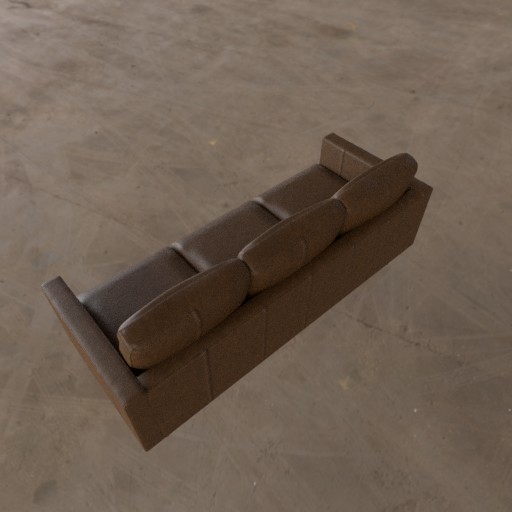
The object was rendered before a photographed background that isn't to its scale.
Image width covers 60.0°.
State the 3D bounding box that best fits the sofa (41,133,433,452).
[{"bbox_3d":[0.000,0.000,2.724,2.231,0.930,0.903,-32,55,-27],"label":"sofa"}]
